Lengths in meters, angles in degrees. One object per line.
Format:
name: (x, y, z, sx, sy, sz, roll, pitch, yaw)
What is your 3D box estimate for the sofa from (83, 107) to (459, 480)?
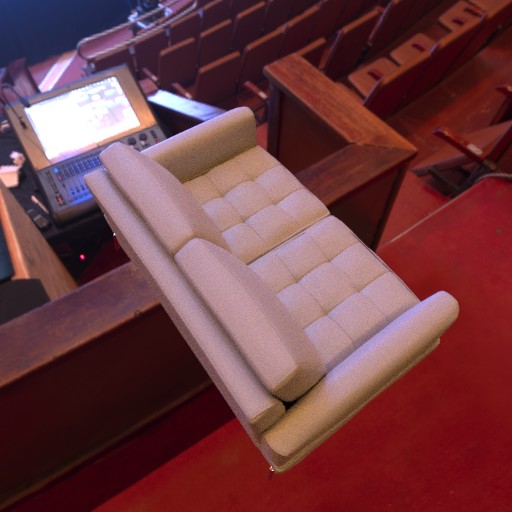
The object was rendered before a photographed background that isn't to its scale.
sofa: (0.000, 0.000, 2.367, 1.121, 0.930, 1.819, -31, 62, -19)
